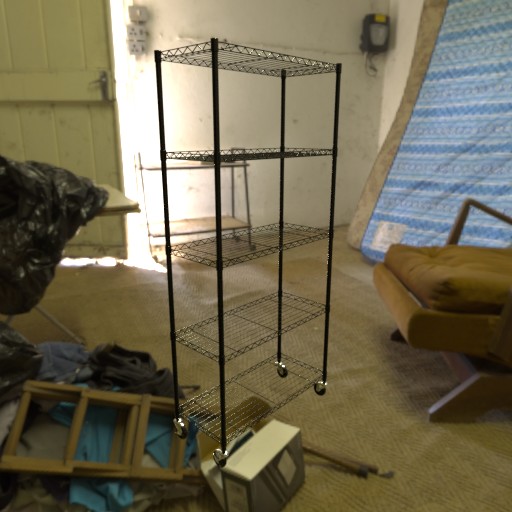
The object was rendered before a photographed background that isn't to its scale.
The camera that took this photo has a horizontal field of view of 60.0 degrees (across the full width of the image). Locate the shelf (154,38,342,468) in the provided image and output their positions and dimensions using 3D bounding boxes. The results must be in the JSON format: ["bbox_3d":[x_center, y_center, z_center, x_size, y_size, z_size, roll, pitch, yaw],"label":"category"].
[{"bbox_3d":[0.000,0.000,1.990,0.356,1.645,0.762,14,21,41],"label":"shelf"}]
